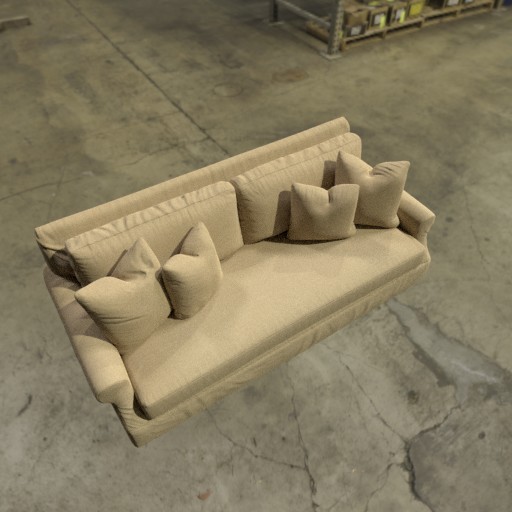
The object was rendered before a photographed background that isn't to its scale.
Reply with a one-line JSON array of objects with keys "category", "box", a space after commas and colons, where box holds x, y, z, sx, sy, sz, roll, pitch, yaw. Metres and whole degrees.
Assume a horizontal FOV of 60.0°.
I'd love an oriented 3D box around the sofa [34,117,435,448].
[{"category": "sofa", "box": [0.000, 0.000, 2.725, 2.285, 0.904, 1.067, -25, 51, -22]}]
